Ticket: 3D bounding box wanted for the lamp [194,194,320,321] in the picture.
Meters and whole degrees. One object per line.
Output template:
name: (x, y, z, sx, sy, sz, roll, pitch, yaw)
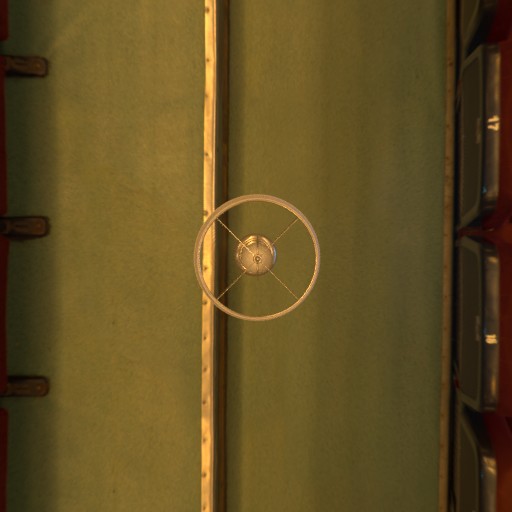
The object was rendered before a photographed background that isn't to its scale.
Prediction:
lamp: (0.000, 0.000, 1.672, 0.327, 1.506, 0.327, 0, 90, 0)
